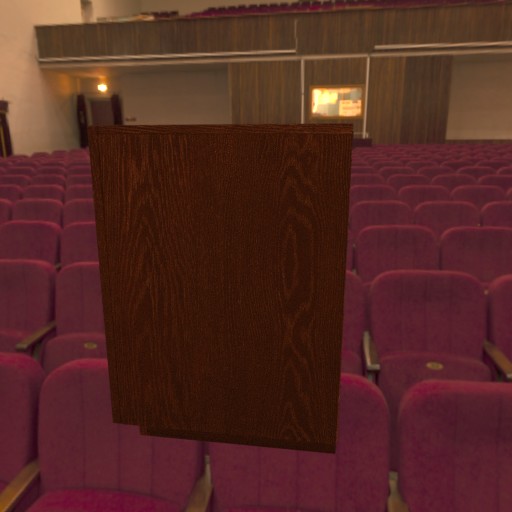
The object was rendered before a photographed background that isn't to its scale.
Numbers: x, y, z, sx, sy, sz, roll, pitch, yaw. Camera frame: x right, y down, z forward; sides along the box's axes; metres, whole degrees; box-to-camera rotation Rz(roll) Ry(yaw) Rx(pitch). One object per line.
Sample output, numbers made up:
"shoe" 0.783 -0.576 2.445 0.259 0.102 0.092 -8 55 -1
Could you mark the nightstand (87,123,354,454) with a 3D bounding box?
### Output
"nightstand" 0.000 0.000 1.137 0.457 0.612 0.775 2 14 8
